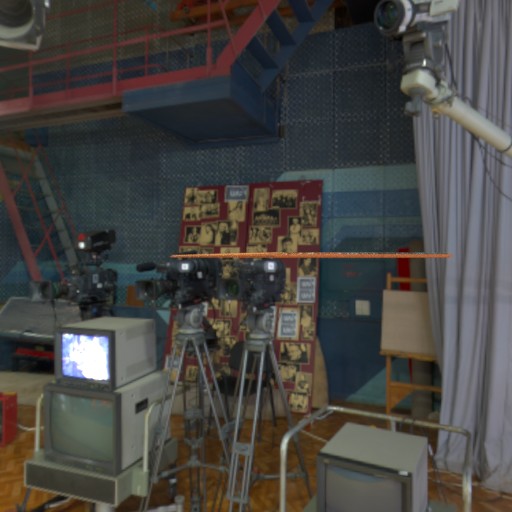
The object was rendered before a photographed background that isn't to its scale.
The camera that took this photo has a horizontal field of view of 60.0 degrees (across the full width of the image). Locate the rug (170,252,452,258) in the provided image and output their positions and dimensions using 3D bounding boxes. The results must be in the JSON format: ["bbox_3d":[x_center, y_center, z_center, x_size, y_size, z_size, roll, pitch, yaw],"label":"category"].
[{"bbox_3d":[0.000,0.000,2.476,0.651,0.016,2.274,0,0,-18],"label":"rug"}]
